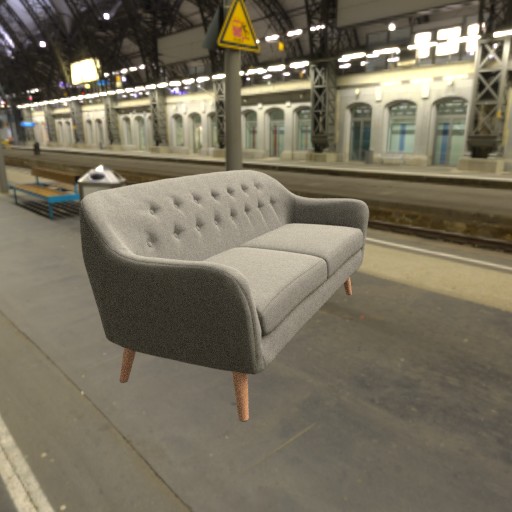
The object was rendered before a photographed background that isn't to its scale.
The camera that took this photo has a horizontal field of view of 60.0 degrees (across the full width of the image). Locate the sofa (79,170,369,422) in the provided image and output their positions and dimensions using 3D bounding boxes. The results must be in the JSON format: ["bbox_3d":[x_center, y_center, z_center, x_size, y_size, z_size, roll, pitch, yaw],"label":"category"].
[{"bbox_3d":[0.000,0.000,2.352,0.820,0.820,1.840,7,17,25],"label":"sofa"}]
